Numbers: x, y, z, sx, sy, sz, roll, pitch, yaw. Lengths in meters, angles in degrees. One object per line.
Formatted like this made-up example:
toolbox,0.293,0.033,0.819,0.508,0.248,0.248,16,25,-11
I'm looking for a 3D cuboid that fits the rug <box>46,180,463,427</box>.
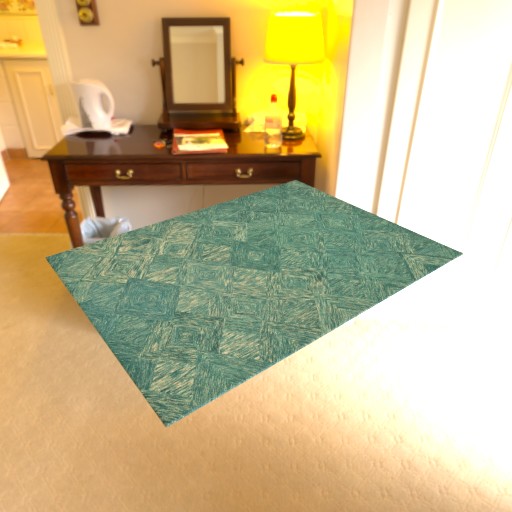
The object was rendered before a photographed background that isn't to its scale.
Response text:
rug,0.000,0.000,4.260,3.217,0.027,2.405,-22,38,-32
